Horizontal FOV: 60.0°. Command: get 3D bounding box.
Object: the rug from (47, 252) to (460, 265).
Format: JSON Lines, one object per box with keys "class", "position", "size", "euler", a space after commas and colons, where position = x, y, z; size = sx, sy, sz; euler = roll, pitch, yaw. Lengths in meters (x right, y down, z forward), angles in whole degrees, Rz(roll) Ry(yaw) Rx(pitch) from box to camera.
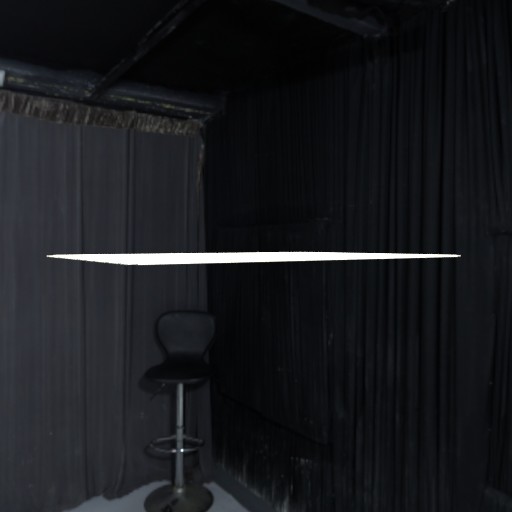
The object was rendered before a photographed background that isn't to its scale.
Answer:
{"class": "rug", "position": [0.000, 0.000, 2.883], "size": [2.233, 0.011, 1.514], "euler": [-1, 2, -35]}
